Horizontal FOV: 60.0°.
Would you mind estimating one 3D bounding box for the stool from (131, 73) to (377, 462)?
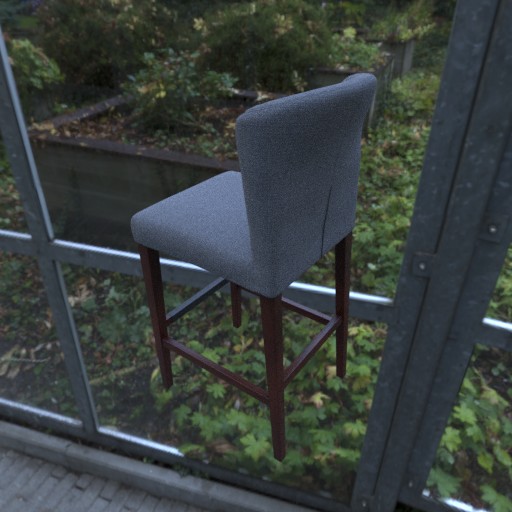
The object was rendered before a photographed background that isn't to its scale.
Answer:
[{"bbox_3d":[0.000,0.000,1.352,0.568,1.069,0.486,21,37,30],"label":"stool"}]
